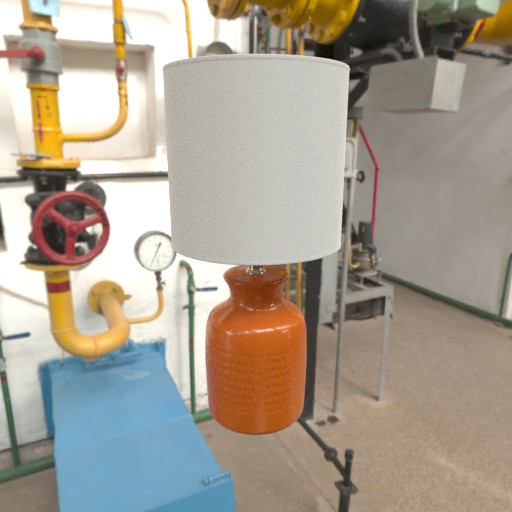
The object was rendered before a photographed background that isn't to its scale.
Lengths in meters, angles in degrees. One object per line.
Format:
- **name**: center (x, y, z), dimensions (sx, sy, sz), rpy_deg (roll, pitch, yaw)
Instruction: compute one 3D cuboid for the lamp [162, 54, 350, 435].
- **lamp**: center (0.000, 0.000, 1.118), dimensions (0.418, 0.871, 0.418), rpy_deg (-7, 17, -25)
